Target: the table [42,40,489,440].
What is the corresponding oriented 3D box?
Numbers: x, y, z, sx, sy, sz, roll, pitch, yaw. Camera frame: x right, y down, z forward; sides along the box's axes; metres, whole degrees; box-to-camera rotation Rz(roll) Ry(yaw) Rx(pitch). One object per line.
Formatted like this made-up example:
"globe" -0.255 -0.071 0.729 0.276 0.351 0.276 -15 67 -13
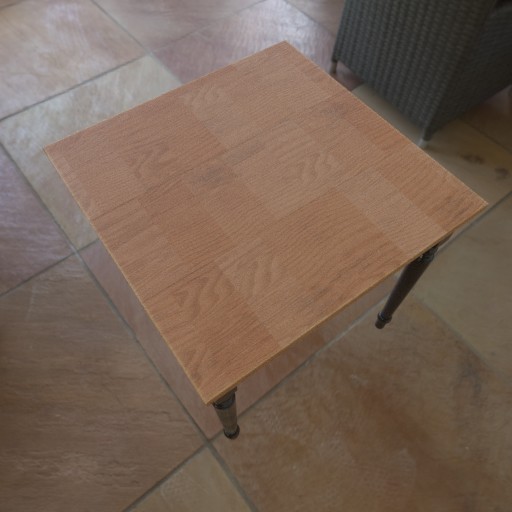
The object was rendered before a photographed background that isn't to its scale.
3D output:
"table" 0.000 0.000 1.350 0.747 0.738 0.747 -32 64 -17
